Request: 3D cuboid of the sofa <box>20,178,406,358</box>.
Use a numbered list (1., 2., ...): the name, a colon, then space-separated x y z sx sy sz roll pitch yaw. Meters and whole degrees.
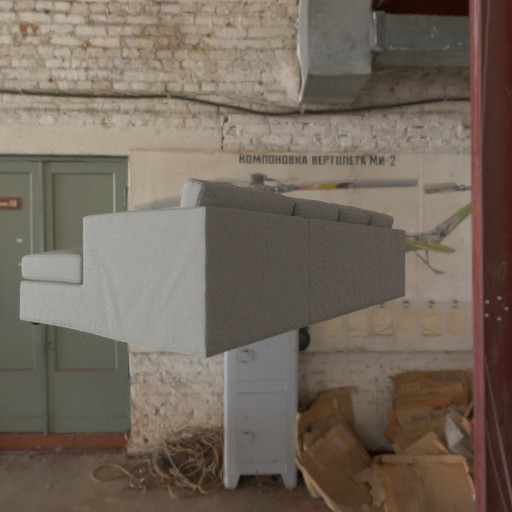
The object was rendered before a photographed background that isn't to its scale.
1. sofa: 0.000 0.000 3.753 1.622 0.867 3.177 1 1 34
